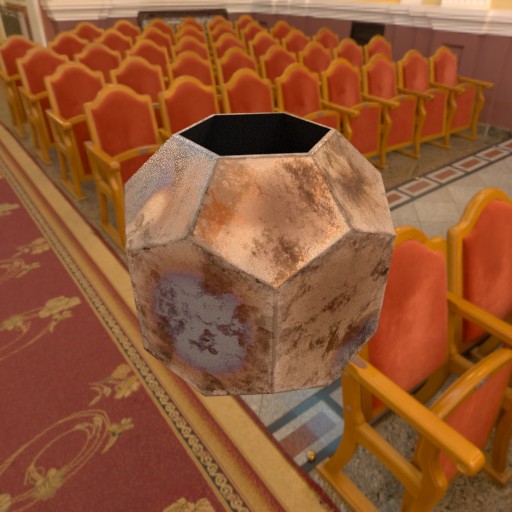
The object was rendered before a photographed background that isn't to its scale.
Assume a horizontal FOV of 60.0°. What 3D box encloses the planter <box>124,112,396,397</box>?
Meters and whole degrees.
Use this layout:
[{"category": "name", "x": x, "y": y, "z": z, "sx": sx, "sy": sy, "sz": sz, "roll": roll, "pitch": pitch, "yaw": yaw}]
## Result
[{"category": "planter", "x": 0.000, "y": 0.000, "z": 0.421, "sx": 0.243, "sy": 0.238, "sz": 0.221, "roll": -22, "pitch": 38, "yaw": -30}]
